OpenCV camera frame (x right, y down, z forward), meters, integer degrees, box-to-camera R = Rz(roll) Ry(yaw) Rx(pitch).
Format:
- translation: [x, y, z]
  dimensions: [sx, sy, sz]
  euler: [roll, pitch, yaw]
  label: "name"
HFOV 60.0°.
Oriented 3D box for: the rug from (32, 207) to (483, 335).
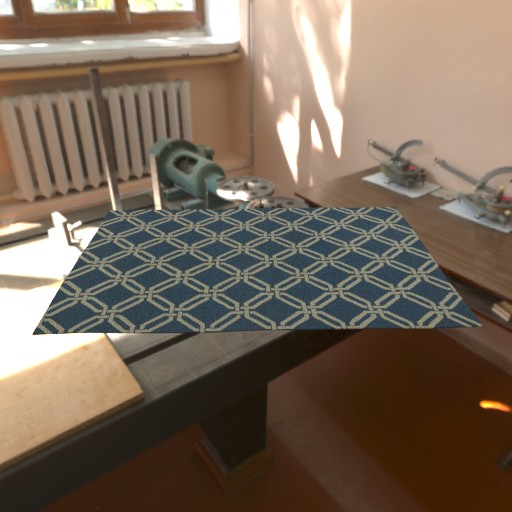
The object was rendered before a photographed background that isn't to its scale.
- translation: [0.000, 0.000, 2.197]
  dimensions: [1.755, 0.010, 1.153]
  euler: [-1, 30, -1]
  label: "rug"
